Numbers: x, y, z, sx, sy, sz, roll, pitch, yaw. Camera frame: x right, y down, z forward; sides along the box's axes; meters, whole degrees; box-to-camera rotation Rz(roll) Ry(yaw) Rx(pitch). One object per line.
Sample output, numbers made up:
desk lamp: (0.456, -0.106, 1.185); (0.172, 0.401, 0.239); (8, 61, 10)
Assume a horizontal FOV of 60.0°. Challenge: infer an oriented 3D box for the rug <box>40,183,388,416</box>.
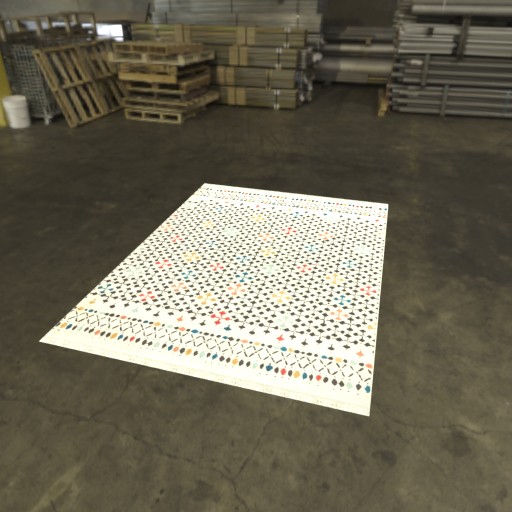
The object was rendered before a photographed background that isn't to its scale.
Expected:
rug: (0.000, 0.000, 2.074); (1.146, 0.006, 1.556); (9, 32, 14)
